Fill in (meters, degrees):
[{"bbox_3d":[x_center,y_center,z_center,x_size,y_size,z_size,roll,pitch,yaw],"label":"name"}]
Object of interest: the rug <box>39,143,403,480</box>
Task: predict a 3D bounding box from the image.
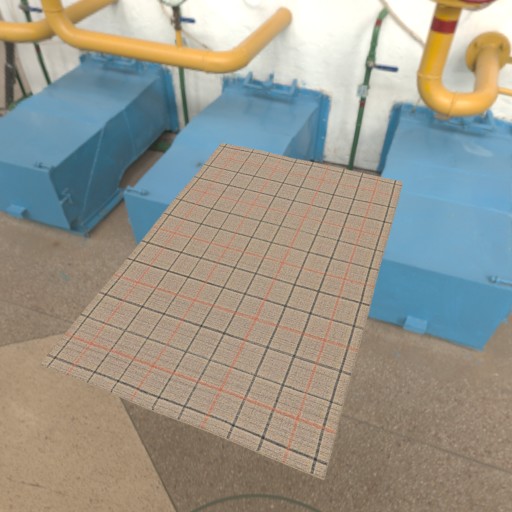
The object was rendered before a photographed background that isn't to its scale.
[{"bbox_3d":[0.000,0.000,2.274,1.220,0.013,1.829,16,48,15],"label":"rug"}]
